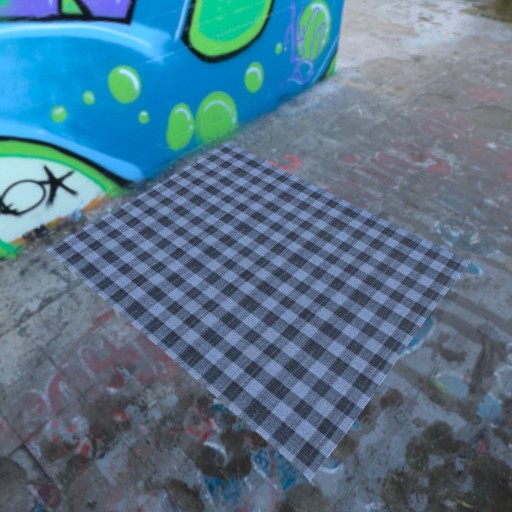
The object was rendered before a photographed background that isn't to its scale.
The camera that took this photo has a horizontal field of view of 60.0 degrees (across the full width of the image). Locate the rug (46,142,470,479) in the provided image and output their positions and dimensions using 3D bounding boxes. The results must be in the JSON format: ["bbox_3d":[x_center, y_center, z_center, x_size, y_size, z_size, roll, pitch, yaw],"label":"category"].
[{"bbox_3d":[0.000,0.000,4.036,3.021,0.013,2.432,32,54,27],"label":"rug"}]
